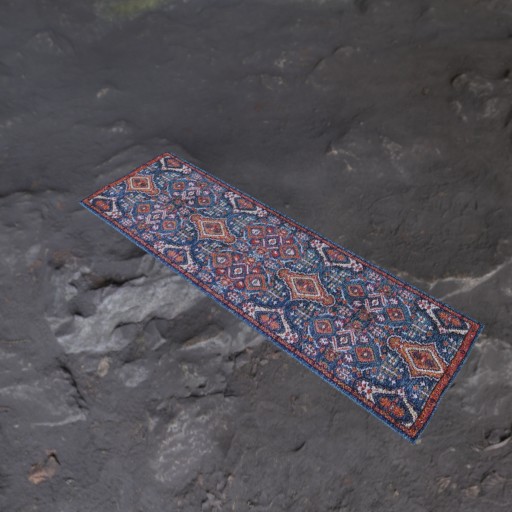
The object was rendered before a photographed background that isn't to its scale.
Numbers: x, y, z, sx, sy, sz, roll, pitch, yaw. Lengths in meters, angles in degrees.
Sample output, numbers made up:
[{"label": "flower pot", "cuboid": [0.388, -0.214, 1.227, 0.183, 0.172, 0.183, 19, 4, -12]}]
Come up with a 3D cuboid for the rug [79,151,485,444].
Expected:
[{"label": "rug", "cuboid": [0.000, 0.000, 2.632, 2.459, 0.010, 0.801, 32, 55, 26]}]
